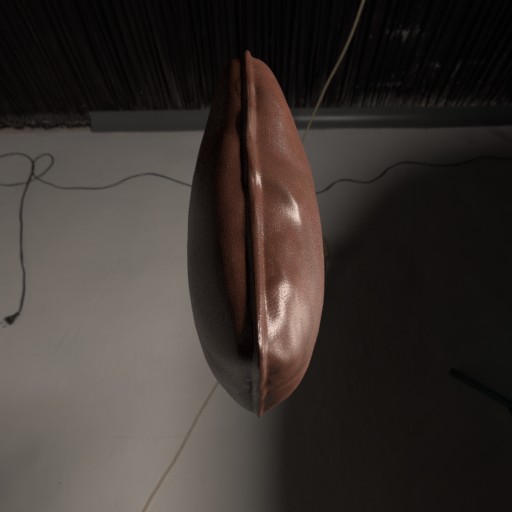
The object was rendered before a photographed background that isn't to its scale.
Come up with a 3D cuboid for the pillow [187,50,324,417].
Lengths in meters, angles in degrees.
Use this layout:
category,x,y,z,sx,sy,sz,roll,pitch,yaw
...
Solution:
category,x,y,z,sx,sy,sz,roll,pitch,yaw
pillow,0.000,0.000,0.830,0.236,0.523,0.532,-2,63,-1
